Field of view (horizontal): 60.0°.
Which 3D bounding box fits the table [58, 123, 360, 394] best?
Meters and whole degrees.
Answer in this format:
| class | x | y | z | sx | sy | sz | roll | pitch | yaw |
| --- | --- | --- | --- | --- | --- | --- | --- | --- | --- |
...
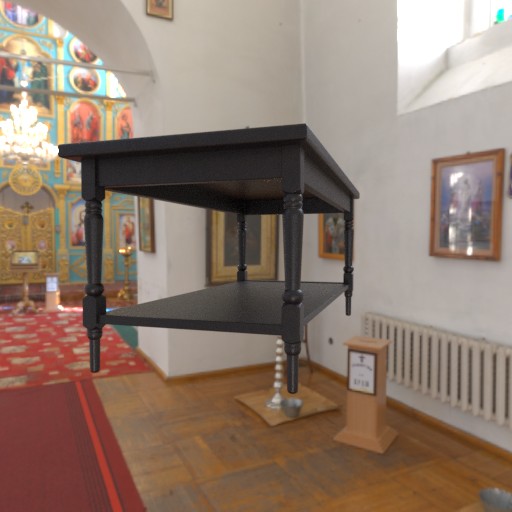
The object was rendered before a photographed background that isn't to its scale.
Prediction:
| class | x | y | z | sx | sy | sz | roll | pitch | yaw |
| --- | --- | --- | --- | --- | --- | --- | --- | --- | --- |
| table | 0.000 | 0.000 | 1.411 | 0.550 | 0.510 | 1.107 | 0 | 2 | 18 |
